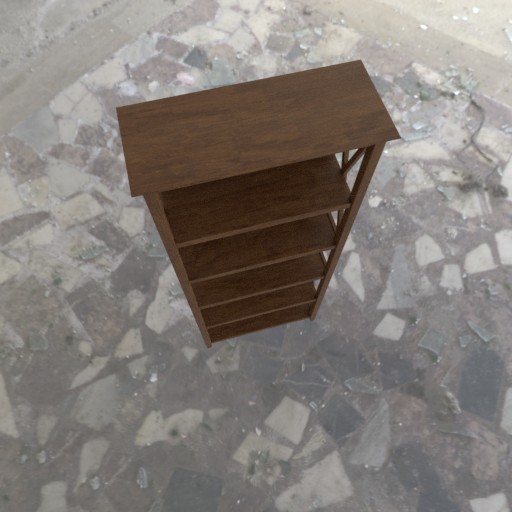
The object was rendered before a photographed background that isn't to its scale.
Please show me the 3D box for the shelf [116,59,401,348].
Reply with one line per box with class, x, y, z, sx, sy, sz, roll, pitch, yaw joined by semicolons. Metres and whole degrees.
shelf;0.000;0.000;2.202;0.805;1.905;0.335;-14;66;-6
